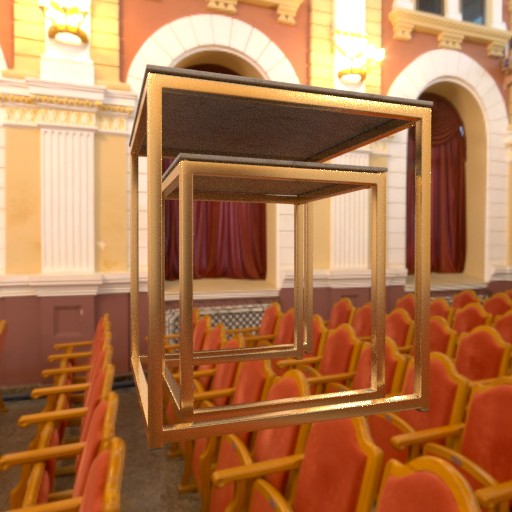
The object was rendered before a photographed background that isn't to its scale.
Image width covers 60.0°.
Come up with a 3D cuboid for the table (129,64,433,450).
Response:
[{"bbox_3d":[0.000,0.000,0.856,0.450,0.500,0.450,0,1,-19],"label":"table"}]
